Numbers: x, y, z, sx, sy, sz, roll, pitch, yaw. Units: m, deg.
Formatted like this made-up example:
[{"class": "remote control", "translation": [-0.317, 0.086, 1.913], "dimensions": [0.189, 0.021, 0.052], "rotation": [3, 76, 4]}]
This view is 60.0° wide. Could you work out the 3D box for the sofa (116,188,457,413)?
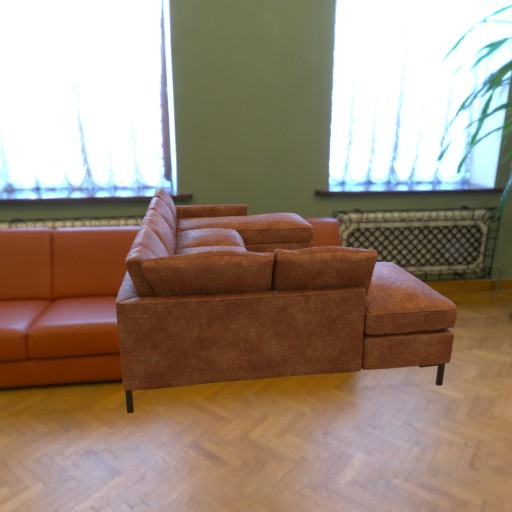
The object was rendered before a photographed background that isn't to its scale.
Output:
[{"class": "sofa", "translation": [0.000, 0.000, 3.832], "dimensions": [1.939, 0.900, 2.956], "rotation": [-3, 17, -9]}]
